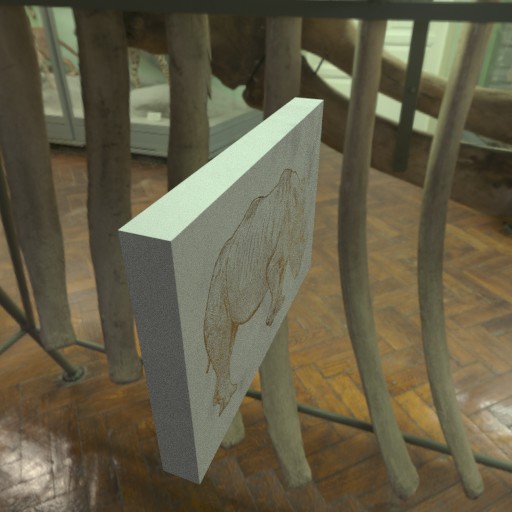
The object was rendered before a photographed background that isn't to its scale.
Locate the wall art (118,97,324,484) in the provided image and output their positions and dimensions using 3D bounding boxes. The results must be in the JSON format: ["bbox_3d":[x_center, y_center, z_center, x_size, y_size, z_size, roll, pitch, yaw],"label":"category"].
[{"bbox_3d":[0.000,0.000,0.487,0.038,0.254,0.381,12,34,18],"label":"wall art"}]
